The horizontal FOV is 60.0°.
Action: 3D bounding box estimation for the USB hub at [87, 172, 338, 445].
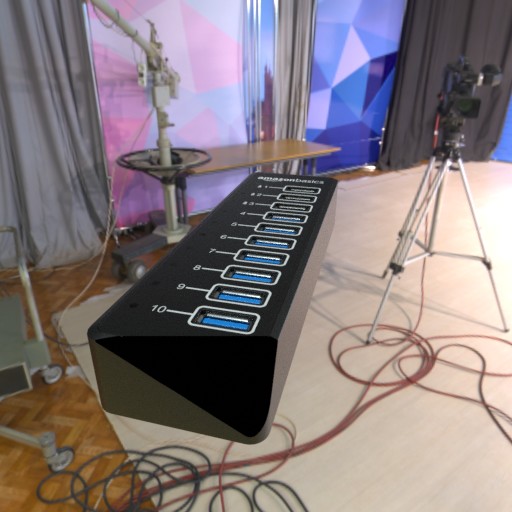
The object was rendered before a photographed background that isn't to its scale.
[{"bbox_3d":[0.000,0.000,0.163,0.044,0.023,0.145,7,27,14],"label":"USB hub"}]
